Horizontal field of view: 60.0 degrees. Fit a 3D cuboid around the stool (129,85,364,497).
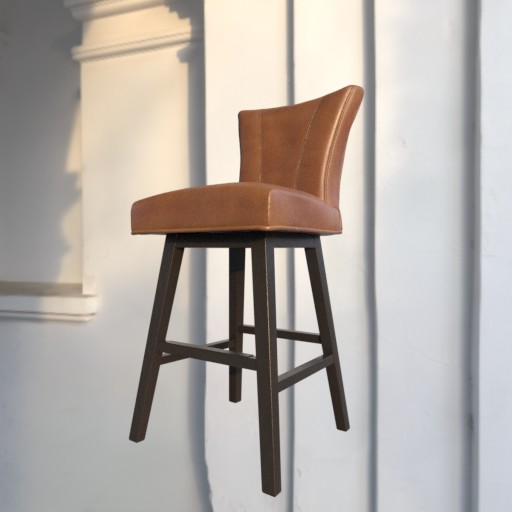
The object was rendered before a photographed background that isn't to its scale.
[{"bbox_3d":[0.000,0.000,1.384,0.522,1.094,0.585,1,1,36],"label":"stool"}]
